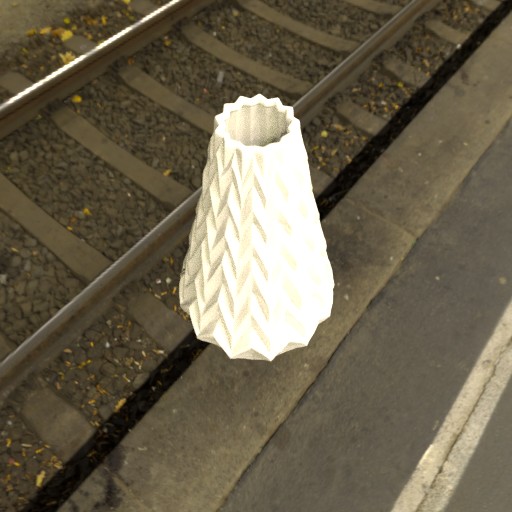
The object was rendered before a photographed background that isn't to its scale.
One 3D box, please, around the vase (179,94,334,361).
[{"bbox_3d":[0.000,0.000,0.424,0.167,0.328,0.167,0,59,0],"label":"vase"}]
